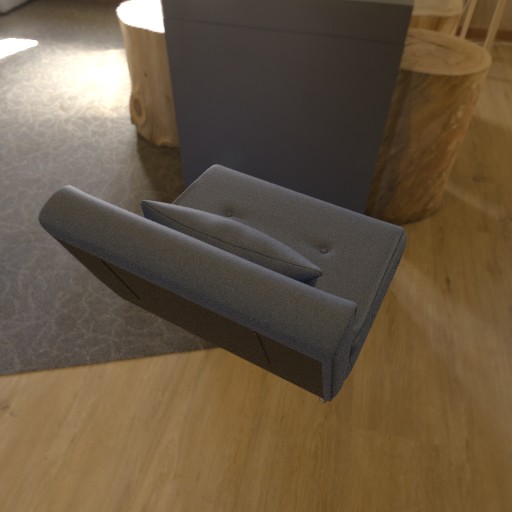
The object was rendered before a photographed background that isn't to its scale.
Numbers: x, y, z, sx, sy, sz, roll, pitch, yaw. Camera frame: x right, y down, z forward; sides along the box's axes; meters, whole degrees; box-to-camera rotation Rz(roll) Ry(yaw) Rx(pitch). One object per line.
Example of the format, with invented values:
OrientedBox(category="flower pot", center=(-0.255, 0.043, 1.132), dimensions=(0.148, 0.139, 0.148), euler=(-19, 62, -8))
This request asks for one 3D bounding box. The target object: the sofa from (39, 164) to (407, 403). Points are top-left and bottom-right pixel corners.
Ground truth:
OrientedBox(category="sofa", center=(0.000, 0.000, 1.756), dimensions=(0.999, 0.860, 0.996), euler=(22, 51, 19))
